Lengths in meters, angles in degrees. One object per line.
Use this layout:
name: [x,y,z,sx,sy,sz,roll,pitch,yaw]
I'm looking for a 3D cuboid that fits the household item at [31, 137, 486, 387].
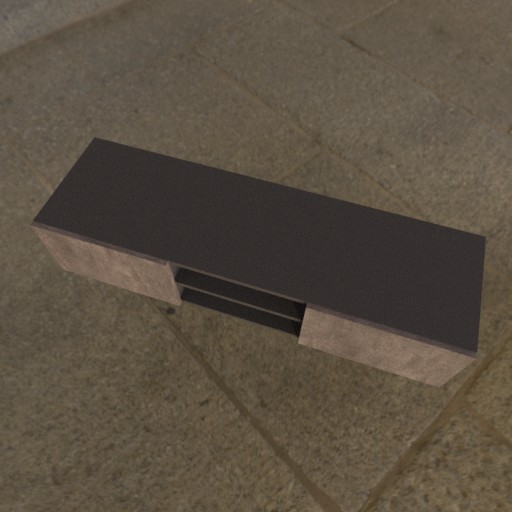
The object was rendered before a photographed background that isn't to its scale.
household item: [0.000,0.000,1.550,1.400,0.310,0.420,16,60,10]
